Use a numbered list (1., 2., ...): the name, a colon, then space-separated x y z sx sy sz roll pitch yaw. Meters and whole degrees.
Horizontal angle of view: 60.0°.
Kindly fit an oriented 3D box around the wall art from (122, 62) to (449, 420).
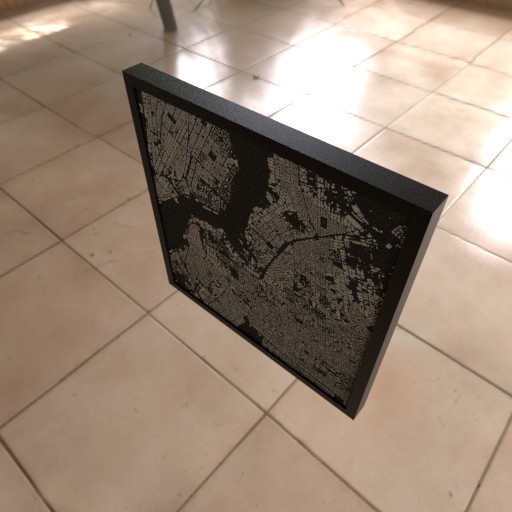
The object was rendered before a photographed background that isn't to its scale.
1. wall art: 0.000 0.000 0.757 0.506 0.506 0.038 32 54 26
